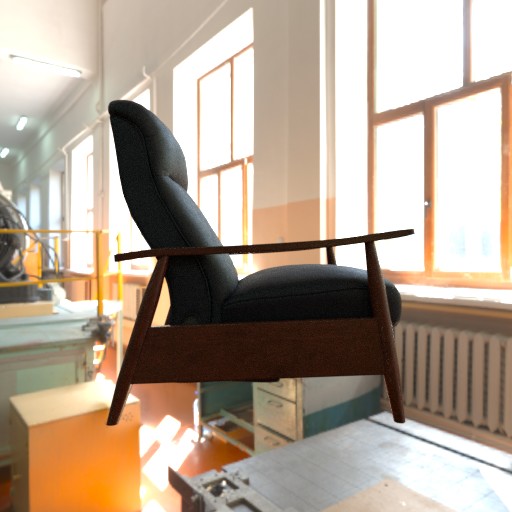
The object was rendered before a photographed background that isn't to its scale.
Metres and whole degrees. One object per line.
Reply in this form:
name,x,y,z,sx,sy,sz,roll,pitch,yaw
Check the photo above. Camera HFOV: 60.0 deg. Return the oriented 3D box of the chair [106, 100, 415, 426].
chair,0.000,0.000,1.790,1.014,1.082,0.762,0,0,-1
